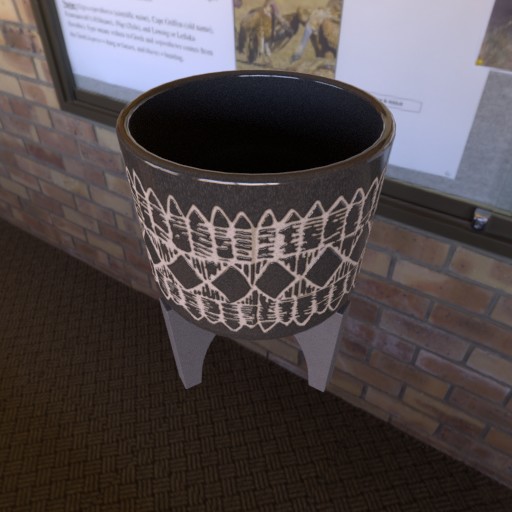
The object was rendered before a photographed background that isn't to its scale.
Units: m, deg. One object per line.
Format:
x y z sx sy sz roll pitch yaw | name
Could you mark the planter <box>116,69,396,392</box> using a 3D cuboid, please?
0.000 0.000 0.265 0.129 0.177 0.129 0 40 0 | planter
